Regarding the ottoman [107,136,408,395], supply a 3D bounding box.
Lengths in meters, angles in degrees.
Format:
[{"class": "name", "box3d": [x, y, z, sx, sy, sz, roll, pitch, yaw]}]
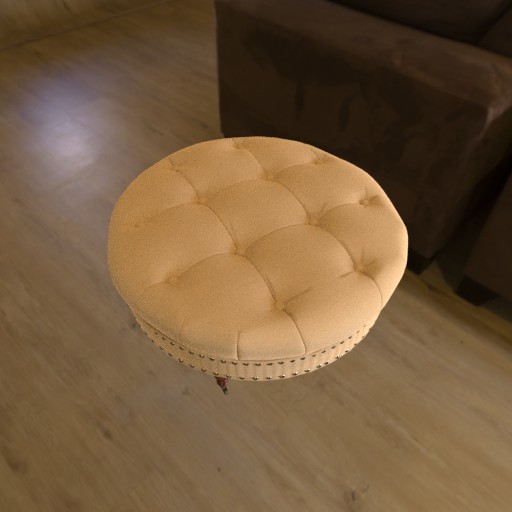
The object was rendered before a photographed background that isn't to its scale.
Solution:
[{"class": "ottoman", "box3d": [0.000, 0.000, 1.445, 0.901, 0.439, 0.901, 0, 46, 0]}]
